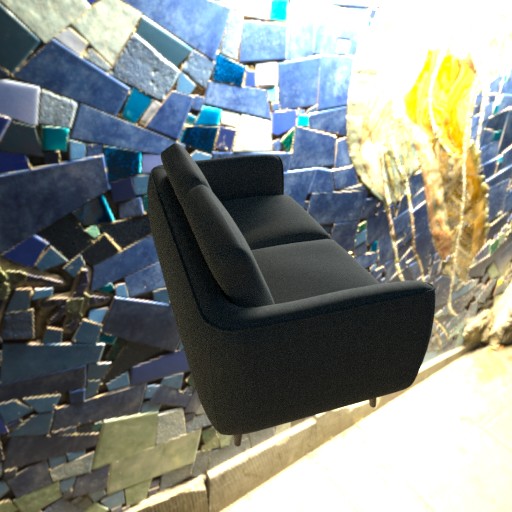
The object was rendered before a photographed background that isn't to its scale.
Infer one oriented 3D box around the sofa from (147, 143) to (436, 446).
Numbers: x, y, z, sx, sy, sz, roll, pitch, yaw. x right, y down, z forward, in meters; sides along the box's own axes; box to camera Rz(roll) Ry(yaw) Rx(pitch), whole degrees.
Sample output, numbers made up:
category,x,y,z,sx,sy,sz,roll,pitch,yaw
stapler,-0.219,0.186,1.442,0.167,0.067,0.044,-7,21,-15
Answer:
category,x,y,z,sx,sy,sz,roll,pitch,yaw
sofa,0.000,0.000,2.231,0.920,0.870,1.700,-10,32,-16
